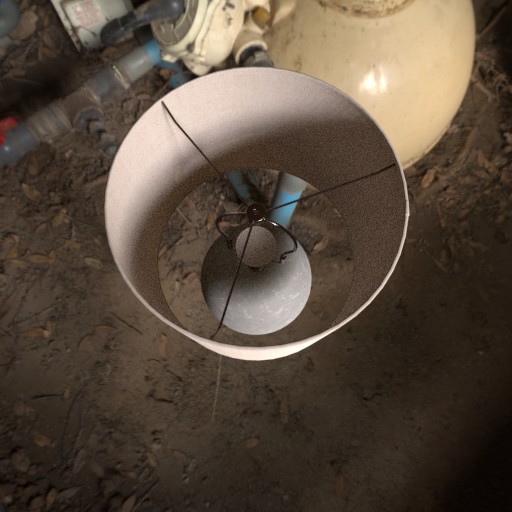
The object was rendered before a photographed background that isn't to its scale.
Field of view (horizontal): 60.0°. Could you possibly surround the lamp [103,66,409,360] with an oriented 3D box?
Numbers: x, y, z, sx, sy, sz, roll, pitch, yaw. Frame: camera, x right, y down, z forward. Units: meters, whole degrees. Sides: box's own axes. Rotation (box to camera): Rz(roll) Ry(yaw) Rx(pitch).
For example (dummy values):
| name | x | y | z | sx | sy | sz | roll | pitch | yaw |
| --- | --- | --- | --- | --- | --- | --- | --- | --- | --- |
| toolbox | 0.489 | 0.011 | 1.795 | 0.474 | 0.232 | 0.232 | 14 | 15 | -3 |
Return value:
| name | x | y | z | sx | sy | sz | roll | pitch | yaw |
| --- | --- | --- | --- | --- | --- | --- | --- | --- | --- |
| lamp | 0.000 | 0.000 | 0.588 | 0.269 | 0.409 | 0.269 | 16 | 75 | 4 |
